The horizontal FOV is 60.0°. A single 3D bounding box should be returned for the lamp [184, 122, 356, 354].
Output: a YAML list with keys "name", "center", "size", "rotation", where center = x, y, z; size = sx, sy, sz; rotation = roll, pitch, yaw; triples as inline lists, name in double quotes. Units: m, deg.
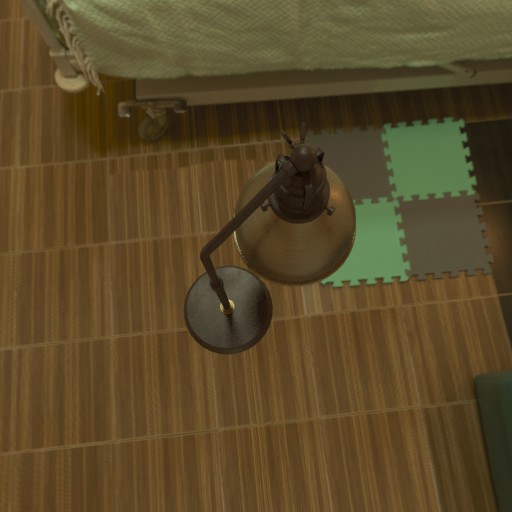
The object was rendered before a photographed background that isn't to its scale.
- name: "lamp"
  center: [0.000, 0.000, 0.607]
  size: [0.298, 0.469, 0.175]
  rotation: [-34, 78, -8]
